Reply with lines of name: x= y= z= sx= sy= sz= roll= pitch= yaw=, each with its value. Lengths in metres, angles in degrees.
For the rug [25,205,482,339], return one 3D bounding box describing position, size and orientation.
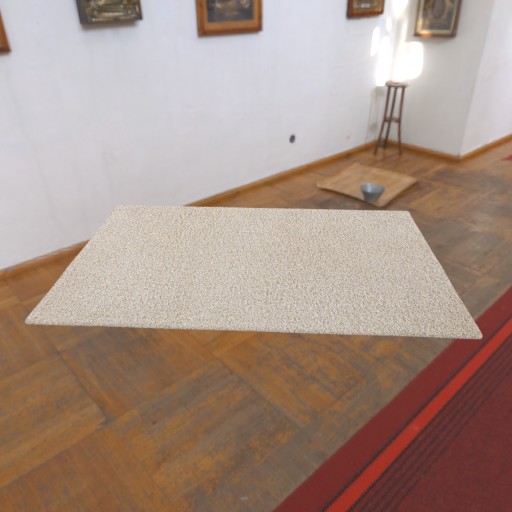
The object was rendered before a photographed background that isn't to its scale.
rug: x=0.000 y=0.000 z=3.407 sx=2.743 sy=0.030 sz=1.778 roll=1 pitch=30 yaw=3
